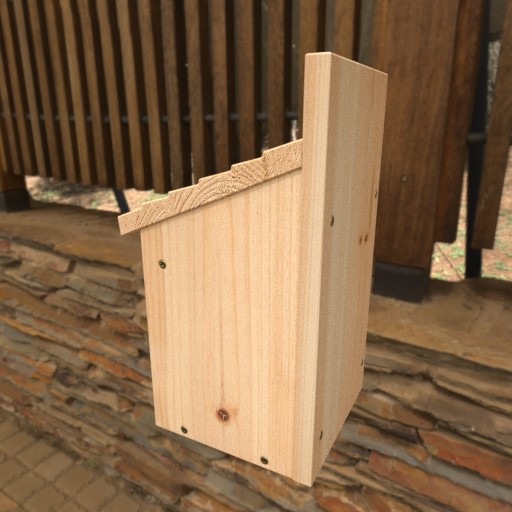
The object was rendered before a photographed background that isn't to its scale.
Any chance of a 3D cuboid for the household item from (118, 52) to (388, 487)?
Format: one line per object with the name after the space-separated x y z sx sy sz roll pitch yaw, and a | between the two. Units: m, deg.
0.000 0.000 0.387 0.171 0.300 0.149 9 19 26 | household item
